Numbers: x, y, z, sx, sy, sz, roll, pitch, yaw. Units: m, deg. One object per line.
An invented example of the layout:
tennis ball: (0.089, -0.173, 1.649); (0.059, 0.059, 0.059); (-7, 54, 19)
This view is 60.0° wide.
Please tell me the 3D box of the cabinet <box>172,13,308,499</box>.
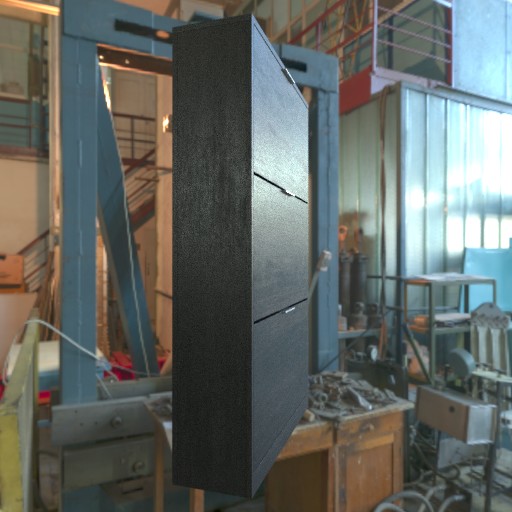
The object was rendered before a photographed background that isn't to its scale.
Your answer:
cabinet: (0.000, 0.000, 1.558); (0.250, 1.280, 0.750); (0, 0, 18)
